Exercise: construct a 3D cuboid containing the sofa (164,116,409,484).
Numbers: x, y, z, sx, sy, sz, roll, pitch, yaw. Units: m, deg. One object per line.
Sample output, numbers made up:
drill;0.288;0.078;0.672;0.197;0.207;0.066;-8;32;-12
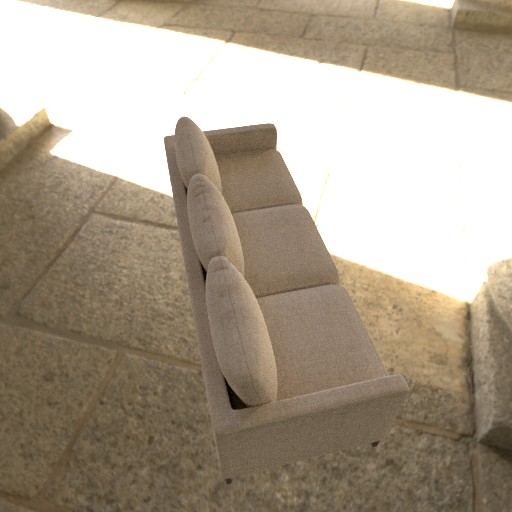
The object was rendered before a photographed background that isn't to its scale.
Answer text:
sofa;0.000;0.000;2.680;0.859;0.874;2.218;-10;47;-9
